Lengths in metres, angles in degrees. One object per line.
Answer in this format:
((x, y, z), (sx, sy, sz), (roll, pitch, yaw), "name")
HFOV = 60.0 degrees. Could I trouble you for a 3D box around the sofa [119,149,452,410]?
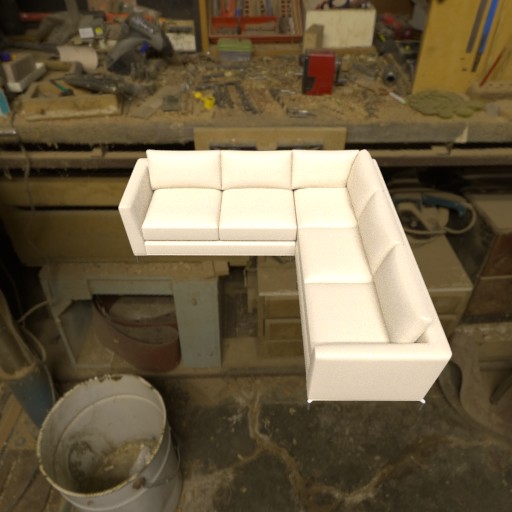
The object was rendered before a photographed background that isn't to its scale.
((0.000, 0.000, 3.779), (2.430, 0.867, 2.448), (0, 41, 0), "sofa")
